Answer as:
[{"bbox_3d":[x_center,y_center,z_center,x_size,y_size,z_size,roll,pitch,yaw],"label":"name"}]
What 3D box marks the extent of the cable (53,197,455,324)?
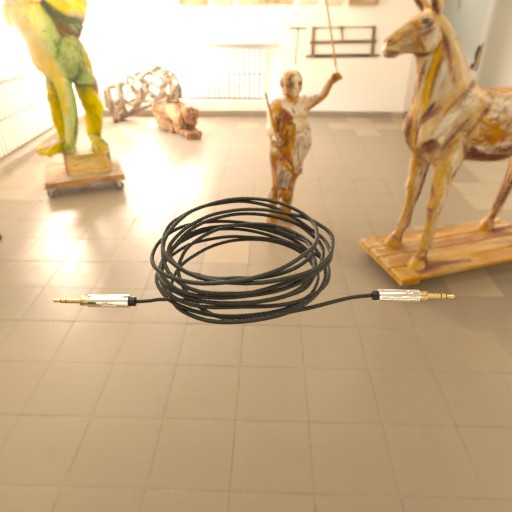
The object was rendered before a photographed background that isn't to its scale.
[{"bbox_3d":[0.000,0.000,0.502,0.432,0.069,0.198,1,31,1],"label":"cable"}]
